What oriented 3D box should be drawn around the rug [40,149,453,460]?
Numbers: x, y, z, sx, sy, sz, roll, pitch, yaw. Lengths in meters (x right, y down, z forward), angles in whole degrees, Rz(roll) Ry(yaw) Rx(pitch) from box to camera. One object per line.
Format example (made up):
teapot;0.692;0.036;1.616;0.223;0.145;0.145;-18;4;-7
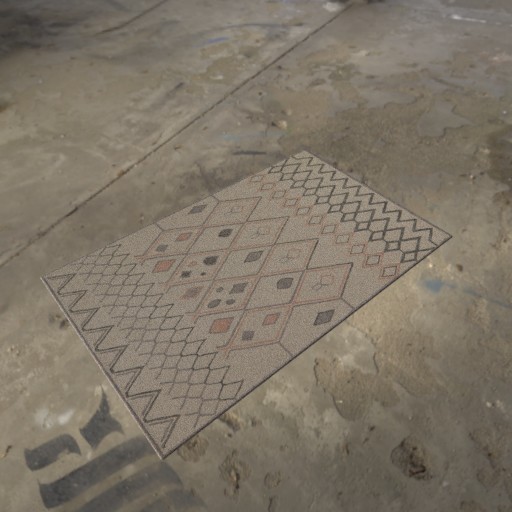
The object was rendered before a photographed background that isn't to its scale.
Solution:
rug;0.000;0.000;3.062;2.438;0.015;1.524;-31;53;-27
